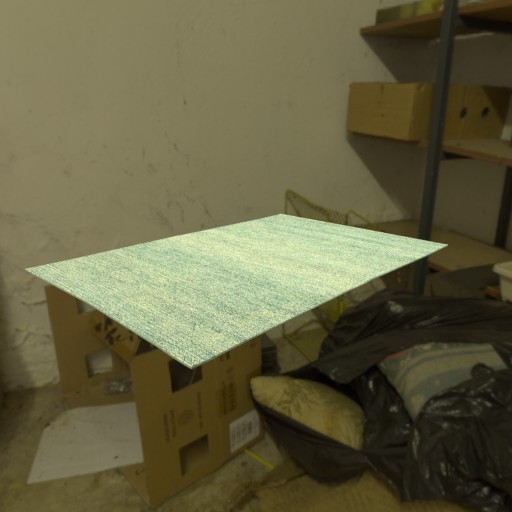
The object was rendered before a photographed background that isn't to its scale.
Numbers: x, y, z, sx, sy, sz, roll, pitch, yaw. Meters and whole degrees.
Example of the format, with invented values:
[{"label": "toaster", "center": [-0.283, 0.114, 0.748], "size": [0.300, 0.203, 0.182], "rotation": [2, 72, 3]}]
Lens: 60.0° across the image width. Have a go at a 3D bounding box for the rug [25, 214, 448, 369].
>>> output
[{"label": "rug", "center": [0.000, 0.000, 5.107], "size": [2.802, 0.052, 4.078], "rotation": [16, 23, 42]}]
